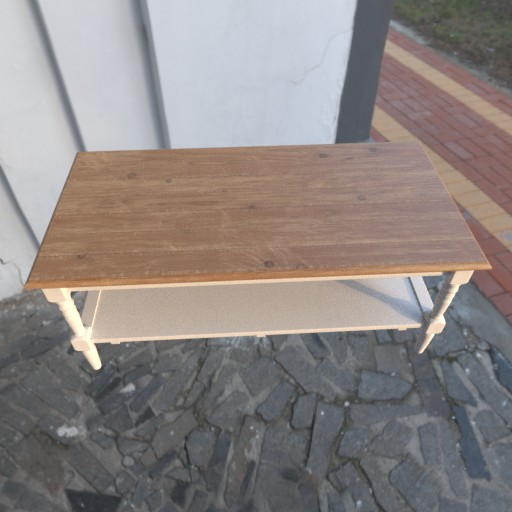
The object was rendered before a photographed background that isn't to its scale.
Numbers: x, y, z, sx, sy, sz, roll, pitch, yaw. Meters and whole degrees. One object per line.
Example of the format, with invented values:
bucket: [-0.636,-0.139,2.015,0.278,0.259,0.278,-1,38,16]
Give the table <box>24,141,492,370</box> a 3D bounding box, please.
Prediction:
table: [0.000,0.000,1.404,1.118,0.458,0.559,-2,46,-2]
